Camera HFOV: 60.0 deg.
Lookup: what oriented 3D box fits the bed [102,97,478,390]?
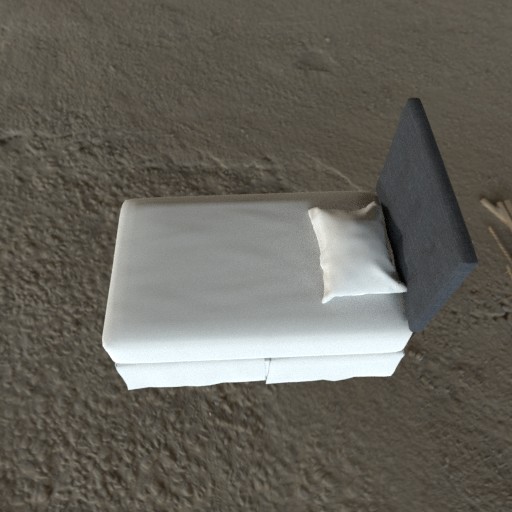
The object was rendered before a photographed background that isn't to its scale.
[{"bbox_3d":[0.000,0.000,2.923,1.997,1.571,1.261,-2,58,-1],"label":"bed"}]
